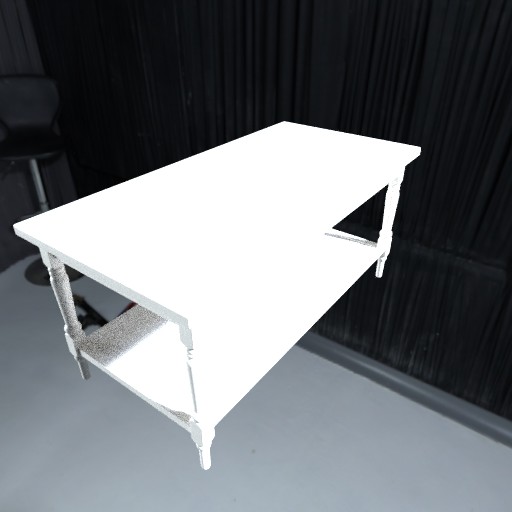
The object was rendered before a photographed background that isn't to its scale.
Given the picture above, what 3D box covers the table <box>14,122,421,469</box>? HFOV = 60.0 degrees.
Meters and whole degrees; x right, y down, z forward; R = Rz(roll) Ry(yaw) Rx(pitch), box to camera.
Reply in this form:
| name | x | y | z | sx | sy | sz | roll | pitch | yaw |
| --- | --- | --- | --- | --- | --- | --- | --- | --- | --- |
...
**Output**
| name | x | y | z | sx | sy | sz | roll | pitch | yaw |
| --- | --- | --- | --- | --- | --- | --- | --- | --- | --- |
| table | 0.000 | 0.000 | 1.374 | 0.550 | 0.510 | 1.107 | 21 | 37 | 31 |
